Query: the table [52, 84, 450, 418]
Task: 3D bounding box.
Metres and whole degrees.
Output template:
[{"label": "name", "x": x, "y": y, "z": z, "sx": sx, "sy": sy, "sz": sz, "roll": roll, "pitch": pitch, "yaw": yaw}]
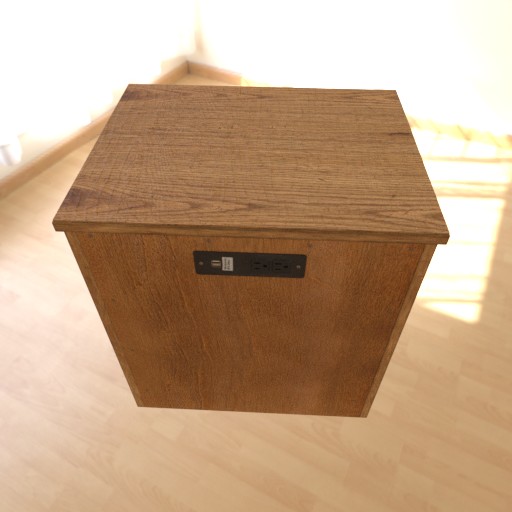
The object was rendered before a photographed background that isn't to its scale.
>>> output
[{"label": "table", "x": 0.000, "y": 0.000, "z": 1.057, "sx": 0.601, "sy": 0.625, "sz": 0.494, "roll": 2, "pitch": 46, "yaw": 2}]
